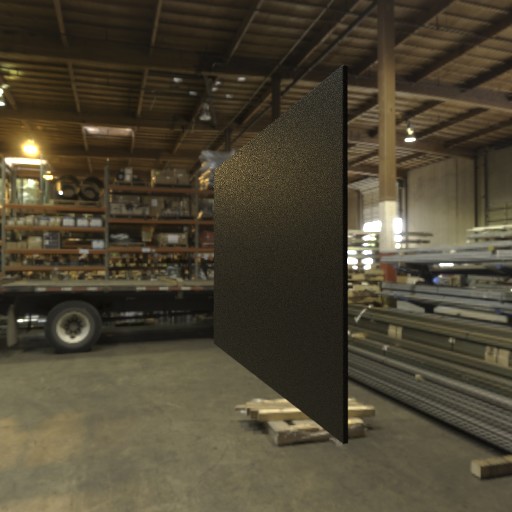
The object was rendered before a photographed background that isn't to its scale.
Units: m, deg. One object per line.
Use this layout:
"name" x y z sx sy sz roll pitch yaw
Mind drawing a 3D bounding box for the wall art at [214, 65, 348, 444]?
"wall art" 0.000 0.000 1.512 0.013 0.811 1.192 0 0 -19
